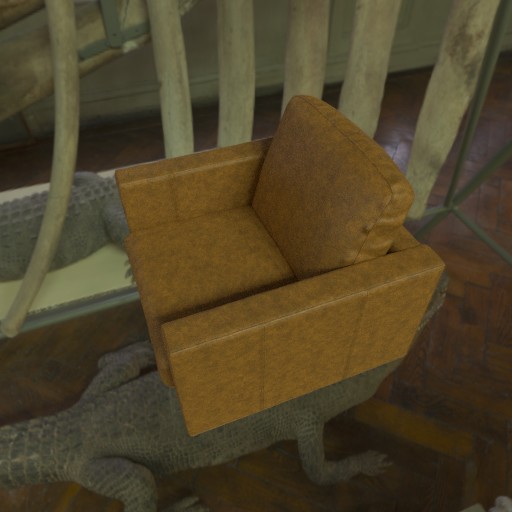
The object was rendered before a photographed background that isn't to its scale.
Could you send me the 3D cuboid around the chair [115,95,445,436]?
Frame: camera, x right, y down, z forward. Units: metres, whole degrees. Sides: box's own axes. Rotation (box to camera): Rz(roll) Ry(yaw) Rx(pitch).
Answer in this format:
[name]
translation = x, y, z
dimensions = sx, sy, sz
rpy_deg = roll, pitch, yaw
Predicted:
[chair]
translation = 0.000, 0.000, 1.677
dimensions = 0.909, 0.956, 0.890
rpy_deg = -16, 48, -15
